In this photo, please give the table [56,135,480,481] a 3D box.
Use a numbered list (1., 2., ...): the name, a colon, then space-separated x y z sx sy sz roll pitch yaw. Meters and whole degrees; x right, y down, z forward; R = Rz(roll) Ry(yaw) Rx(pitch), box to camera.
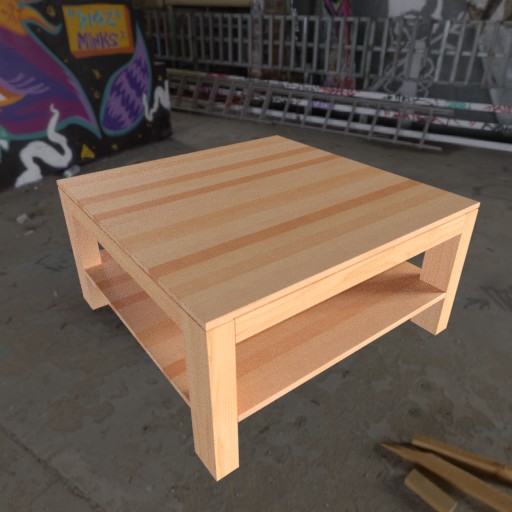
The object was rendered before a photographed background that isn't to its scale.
1. table: 0.000 0.000 1.433 0.900 0.450 0.900 -21 36 -31
